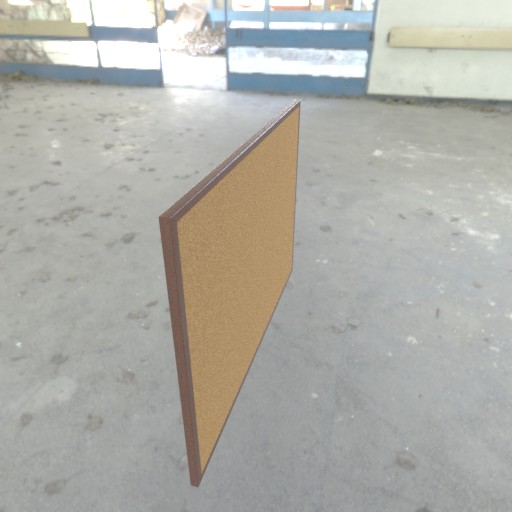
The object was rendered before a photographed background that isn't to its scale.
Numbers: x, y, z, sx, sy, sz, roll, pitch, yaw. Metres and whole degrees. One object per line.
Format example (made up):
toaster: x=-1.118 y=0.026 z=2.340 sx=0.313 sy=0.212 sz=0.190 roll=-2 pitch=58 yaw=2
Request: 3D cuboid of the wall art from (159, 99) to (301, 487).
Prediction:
wall art: x=0.000 y=0.000 z=0.843 sx=0.014 sy=0.455 sz=0.660 roll=9 pitch=31 yaw=14
